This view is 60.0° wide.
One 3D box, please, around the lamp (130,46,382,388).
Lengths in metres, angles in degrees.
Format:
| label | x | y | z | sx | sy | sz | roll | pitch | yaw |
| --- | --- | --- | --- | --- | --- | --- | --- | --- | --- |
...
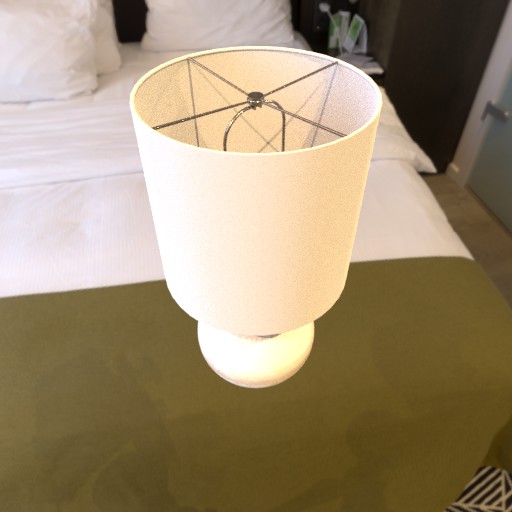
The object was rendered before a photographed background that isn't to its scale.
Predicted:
| label | x | y | z | sx | sy | sz | roll | pitch | yaw |
| --- | --- | --- | --- | --- | --- | --- | --- | --- | --- |
| lamp | 0.000 | 0.000 | 0.527 | 0.217 | 0.404 | 0.217 | -30 | 52 | -28 |
